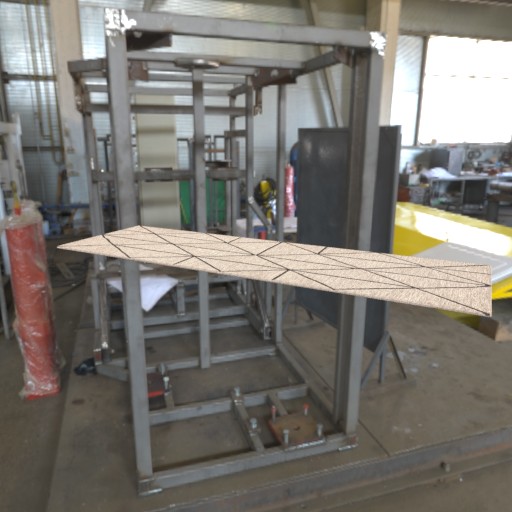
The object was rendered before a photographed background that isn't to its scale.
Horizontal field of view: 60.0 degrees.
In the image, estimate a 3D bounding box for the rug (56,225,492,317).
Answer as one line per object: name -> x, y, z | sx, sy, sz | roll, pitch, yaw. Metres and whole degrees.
rug -> 0.000, 0.000, 2.579 | 2.438, 0.012, 0.762 | 8, 17, 26
